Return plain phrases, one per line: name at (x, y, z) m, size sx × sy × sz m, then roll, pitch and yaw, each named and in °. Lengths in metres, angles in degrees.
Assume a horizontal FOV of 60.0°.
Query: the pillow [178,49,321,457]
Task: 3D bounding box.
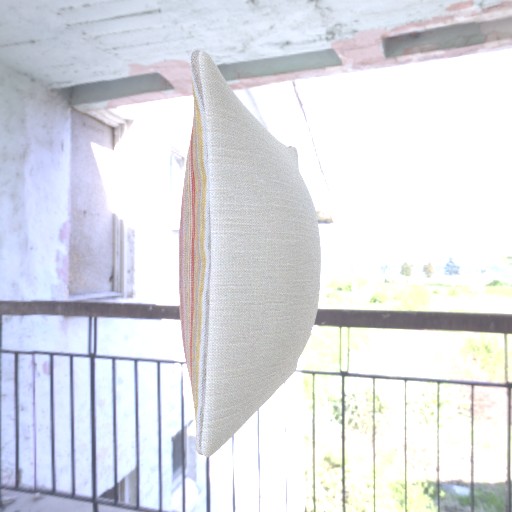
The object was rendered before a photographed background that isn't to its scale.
pillow at (0.000, 0.000, 0.684) m, size 0.191 × 0.449 × 0.451 m, roll 0°, pitch -1°, yaw 18°
